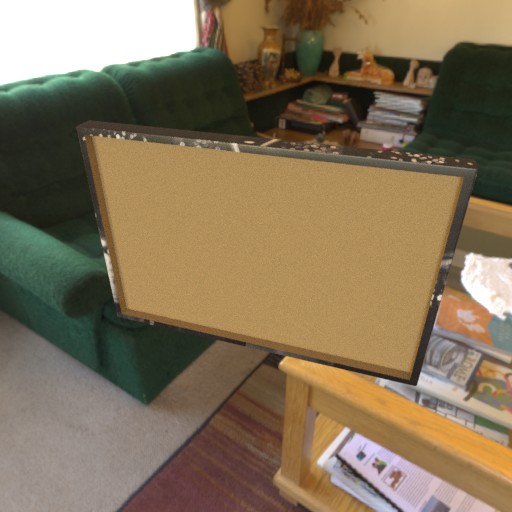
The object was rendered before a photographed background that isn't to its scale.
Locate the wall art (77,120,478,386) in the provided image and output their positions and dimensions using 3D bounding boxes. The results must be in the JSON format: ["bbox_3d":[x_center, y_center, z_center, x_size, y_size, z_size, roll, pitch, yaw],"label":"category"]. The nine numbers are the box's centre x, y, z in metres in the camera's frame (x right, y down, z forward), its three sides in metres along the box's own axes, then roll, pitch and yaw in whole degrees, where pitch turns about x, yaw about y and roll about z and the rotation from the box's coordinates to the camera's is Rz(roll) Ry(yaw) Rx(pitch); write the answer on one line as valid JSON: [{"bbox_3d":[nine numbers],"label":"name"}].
[{"bbox_3d":[0.000,0.000,0.769,0.609,0.406,0.037,10,34,15],"label":"wall art"}]
